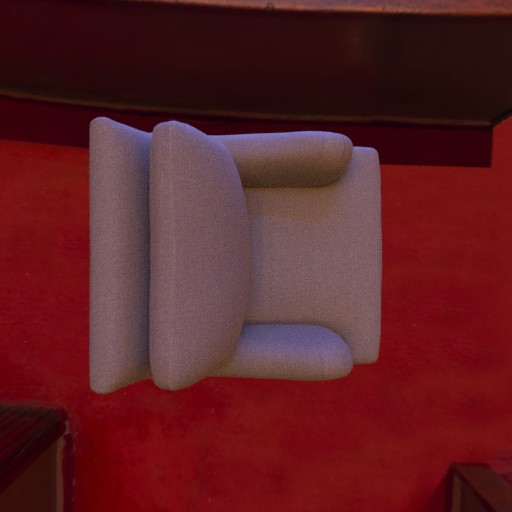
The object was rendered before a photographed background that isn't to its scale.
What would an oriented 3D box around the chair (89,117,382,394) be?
[{"bbox_3d":[0.000,0.000,1.859,1.070,1.038,0.955,0,90,-1],"label":"chair"}]
